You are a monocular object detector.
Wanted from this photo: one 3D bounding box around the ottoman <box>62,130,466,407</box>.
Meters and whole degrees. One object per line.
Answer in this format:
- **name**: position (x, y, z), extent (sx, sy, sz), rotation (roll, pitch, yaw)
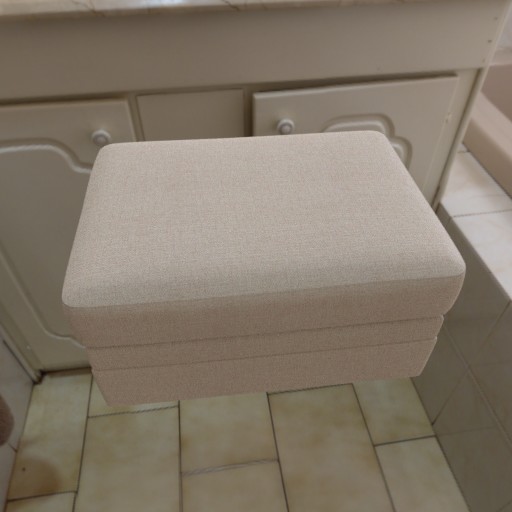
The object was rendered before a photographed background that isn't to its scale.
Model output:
- **ottoman**: position (0.000, 0.000, 1.251), extent (0.885, 0.478, 0.637), rotation (-4, 45, -4)
